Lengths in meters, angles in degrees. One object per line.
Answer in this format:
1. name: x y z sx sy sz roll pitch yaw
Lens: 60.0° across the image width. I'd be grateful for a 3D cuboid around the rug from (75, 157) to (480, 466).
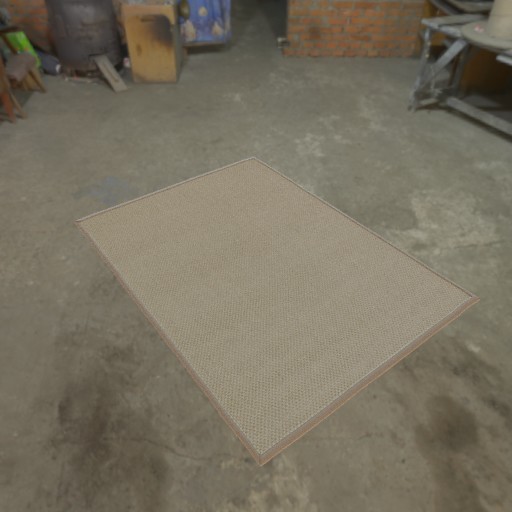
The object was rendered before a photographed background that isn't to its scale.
1. rug: 0.000 0.000 2.719 1.525 0.020 2.081 -26 47 -27
